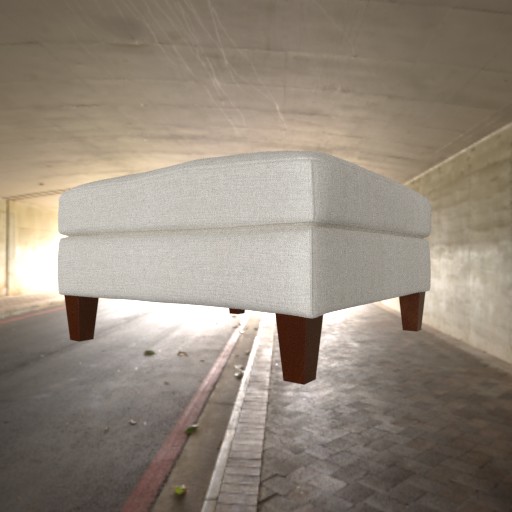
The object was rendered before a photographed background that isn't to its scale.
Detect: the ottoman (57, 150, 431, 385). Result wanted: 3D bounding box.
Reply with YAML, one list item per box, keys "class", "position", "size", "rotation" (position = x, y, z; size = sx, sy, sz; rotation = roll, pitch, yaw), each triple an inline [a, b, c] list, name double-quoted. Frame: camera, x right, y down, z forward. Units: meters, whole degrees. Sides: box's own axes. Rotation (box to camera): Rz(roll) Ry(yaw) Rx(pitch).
- class: "ottoman"
  position: [0.000, 0.000, 1.349]
  size: [0.838, 0.478, 0.838]
  rotation: [0, 0, 36]
